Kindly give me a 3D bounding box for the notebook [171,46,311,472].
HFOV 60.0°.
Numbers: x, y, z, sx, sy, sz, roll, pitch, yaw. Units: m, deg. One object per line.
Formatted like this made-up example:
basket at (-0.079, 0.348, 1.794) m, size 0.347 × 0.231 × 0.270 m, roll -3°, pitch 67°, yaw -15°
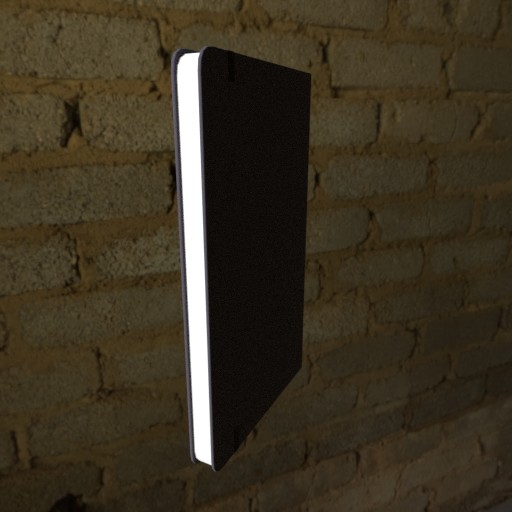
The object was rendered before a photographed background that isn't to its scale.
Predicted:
notebook at (0.000, 0.000, 0.263) m, size 0.016 × 0.213 × 0.127 m, roll 8°, pitch 18°, yaw 26°
